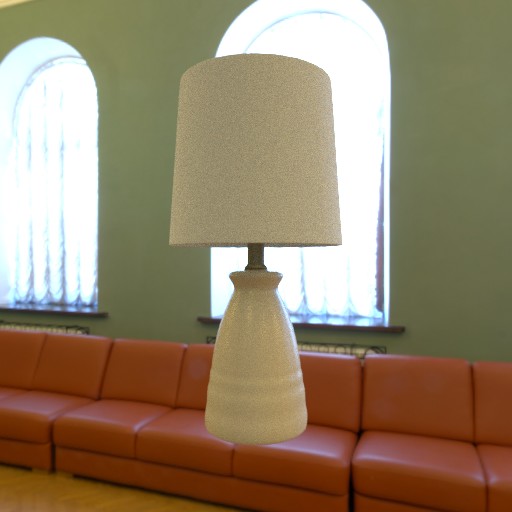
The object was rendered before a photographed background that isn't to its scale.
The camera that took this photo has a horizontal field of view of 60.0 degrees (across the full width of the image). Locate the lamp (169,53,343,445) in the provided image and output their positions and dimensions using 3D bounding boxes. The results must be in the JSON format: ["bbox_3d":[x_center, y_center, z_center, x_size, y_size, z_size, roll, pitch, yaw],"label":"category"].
[{"bbox_3d":[0.000,0.000,0.484,0.186,0.369,0.186,0,0,0],"label":"lamp"}]
